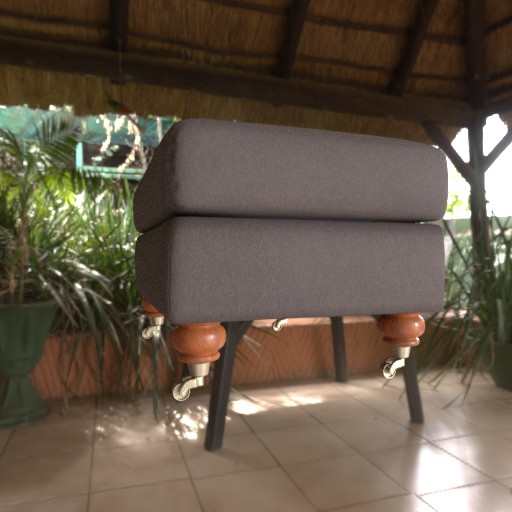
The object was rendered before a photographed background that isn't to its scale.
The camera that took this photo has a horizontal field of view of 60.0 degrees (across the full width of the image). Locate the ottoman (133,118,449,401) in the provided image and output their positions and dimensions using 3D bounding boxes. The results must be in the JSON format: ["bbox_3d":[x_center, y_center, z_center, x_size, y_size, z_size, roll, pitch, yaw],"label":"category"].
[{"bbox_3d":[0.000,0.000,1.127,0.574,0.497,0.773,0,0,-19],"label":"ottoman"}]
